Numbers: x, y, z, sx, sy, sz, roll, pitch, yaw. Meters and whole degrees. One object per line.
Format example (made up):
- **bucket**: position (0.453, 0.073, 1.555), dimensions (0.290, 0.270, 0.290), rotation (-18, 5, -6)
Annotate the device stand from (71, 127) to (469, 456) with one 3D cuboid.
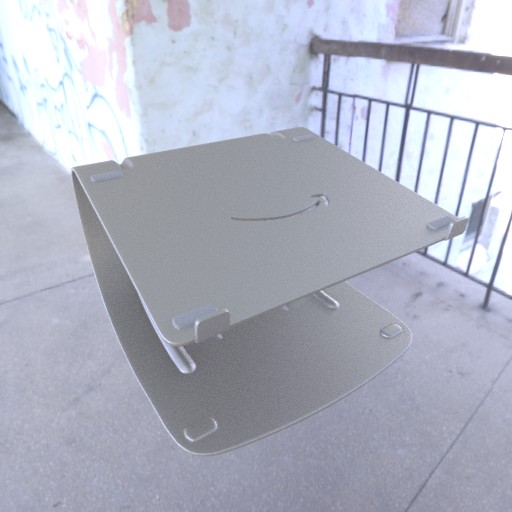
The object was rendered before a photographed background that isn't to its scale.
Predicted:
- **device stand**: position (0.000, 0.000, 0.390), dimensions (0.256, 0.155, 0.236), rotation (-18, 35, -28)
